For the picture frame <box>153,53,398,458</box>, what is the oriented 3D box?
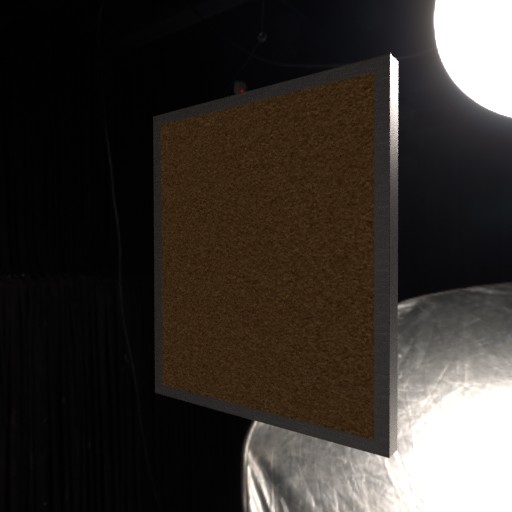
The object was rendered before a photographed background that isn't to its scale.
[{"bbox_3d":[0.000,0.000,0.520,0.327,0.378,0.027,0,1,36],"label":"picture frame"}]
